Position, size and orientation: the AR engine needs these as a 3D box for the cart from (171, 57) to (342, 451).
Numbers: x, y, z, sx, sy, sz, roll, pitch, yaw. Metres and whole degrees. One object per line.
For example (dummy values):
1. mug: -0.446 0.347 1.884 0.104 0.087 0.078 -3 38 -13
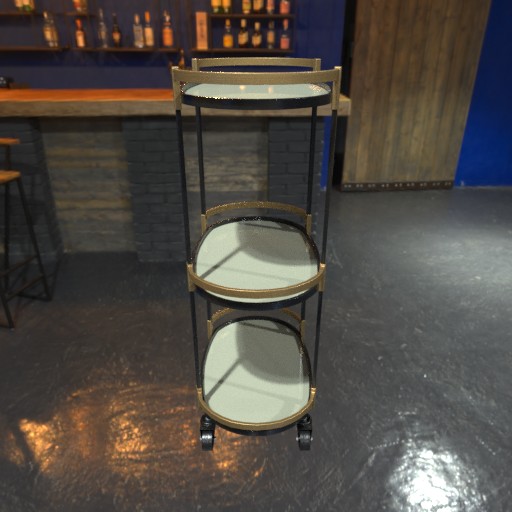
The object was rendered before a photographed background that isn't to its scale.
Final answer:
1. cart: 0.000 0.000 1.103 0.311 0.885 0.515 0 26 0
